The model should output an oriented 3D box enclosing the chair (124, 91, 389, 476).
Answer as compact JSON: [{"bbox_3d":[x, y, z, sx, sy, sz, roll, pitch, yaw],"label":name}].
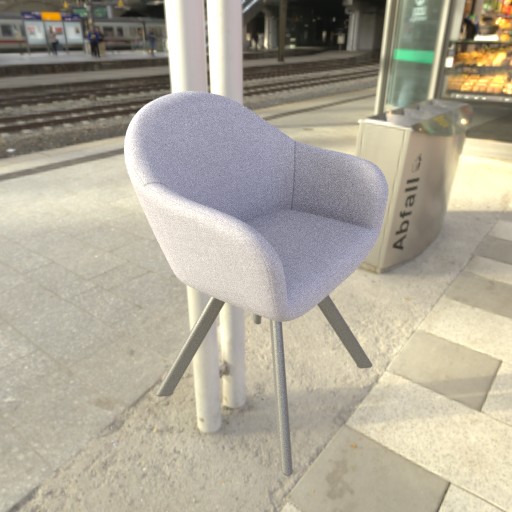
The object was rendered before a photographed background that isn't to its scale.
[{"bbox_3d":[0.000,0.000,1.178,0.550,0.795,0.590,18,31,32],"label":"chair"}]
